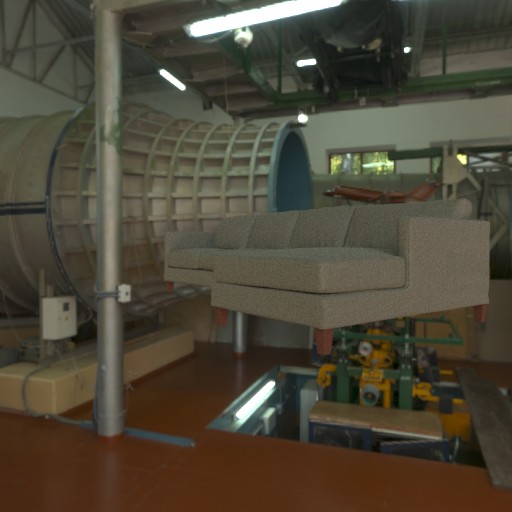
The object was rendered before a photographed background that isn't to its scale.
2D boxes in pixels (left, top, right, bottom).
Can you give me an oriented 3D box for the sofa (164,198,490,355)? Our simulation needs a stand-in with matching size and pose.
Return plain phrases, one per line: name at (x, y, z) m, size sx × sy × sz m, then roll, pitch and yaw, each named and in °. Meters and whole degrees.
sofa at (0.000, 0.000, 3.797) m, size 1.625 × 0.861 × 3.186 m, roll -1°, pitch 2°, yaw -37°
